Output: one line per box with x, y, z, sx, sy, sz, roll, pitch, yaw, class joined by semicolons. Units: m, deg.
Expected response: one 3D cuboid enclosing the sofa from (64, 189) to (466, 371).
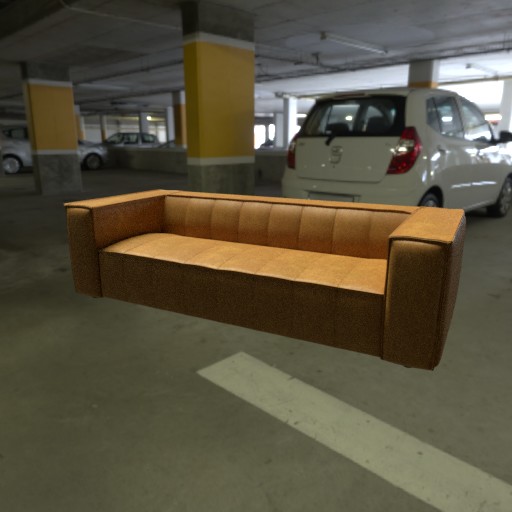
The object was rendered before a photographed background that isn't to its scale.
0.000;0.000;3.083;2.581;0.701;1.102;8;17;27;sofa
